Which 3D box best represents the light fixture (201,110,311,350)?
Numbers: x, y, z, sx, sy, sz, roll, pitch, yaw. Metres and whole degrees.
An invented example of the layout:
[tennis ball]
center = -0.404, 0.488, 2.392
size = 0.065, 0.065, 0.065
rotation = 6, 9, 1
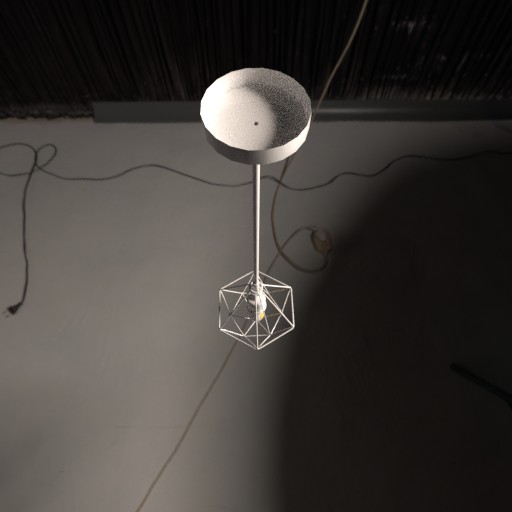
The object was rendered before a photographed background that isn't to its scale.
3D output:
[light fixture]
center = 0.000, 0.000, 1.963
size = 0.431, 1.764, 0.487
rotation = -1, 63, -1
